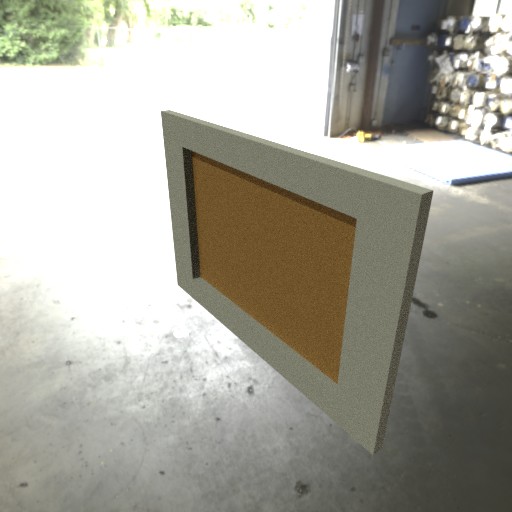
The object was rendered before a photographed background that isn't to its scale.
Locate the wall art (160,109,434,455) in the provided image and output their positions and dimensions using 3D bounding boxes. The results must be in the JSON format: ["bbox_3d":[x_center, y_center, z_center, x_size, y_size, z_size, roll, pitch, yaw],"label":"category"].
[{"bbox_3d":[0.000,0.000,1.172,0.033,0.617,0.906,-20,34,-32],"label":"wall art"}]
